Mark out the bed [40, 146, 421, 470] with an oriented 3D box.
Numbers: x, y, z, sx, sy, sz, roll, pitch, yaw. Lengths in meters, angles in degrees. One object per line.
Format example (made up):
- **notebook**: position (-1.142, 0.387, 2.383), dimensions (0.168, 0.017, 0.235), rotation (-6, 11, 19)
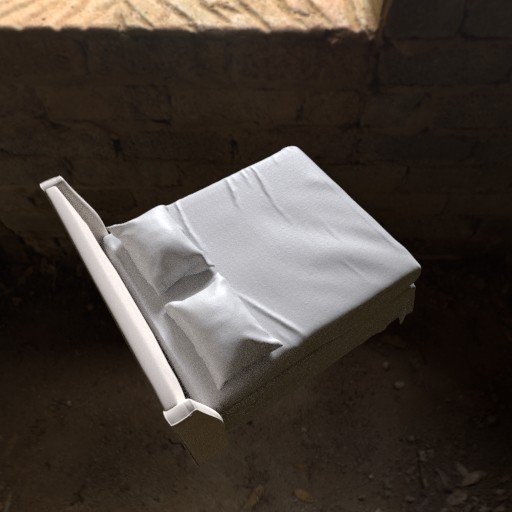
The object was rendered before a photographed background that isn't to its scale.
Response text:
- **bed**: position (0.000, 0.000, 3.429), dimensions (2.276, 1.332, 1.925), rotation (-29, 61, -18)
